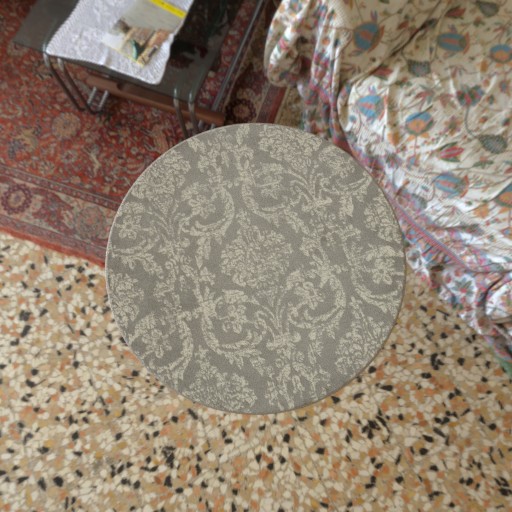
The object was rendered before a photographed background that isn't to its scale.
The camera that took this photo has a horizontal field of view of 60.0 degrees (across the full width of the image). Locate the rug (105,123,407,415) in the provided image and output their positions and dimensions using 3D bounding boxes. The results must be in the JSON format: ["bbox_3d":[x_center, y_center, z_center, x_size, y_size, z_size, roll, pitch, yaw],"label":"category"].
[{"bbox_3d":[0.000,0.000,2.353,1.593,0.012,1.593,0,75,0],"label":"rug"}]
